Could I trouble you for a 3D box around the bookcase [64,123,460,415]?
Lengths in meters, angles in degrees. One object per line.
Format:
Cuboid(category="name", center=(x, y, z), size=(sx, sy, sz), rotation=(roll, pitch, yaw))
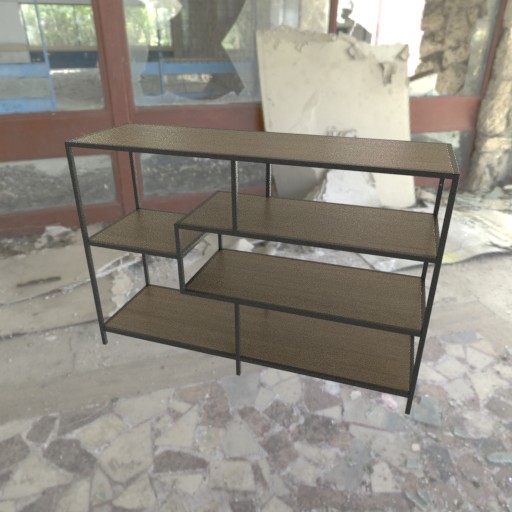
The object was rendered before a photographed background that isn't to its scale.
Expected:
Cuboid(category="bookcase", center=(0.000, 0.000, 1.536), size=(1.140, 0.780, 0.350), rotation=(8, 28, 16))
